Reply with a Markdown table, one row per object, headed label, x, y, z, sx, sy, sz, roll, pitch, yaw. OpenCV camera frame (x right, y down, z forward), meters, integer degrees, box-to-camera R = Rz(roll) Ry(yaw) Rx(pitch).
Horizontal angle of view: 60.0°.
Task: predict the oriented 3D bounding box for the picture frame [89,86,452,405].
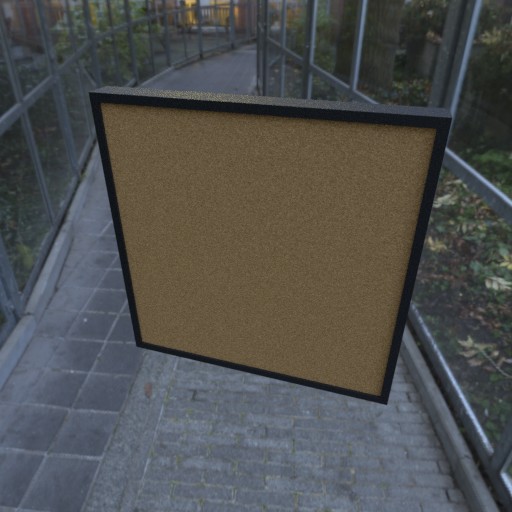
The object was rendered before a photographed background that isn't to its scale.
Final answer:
| label | x | y | z | sx | sy | sz | roll | pitch | yaw |
| --- | --- | --- | --- | --- | --- | --- | --- | --- | --- |
| picture frame | 0.000 | 0.000 | 0.467 | 0.317 | 0.317 | 0.030 | 9 | 33 | 15 |
